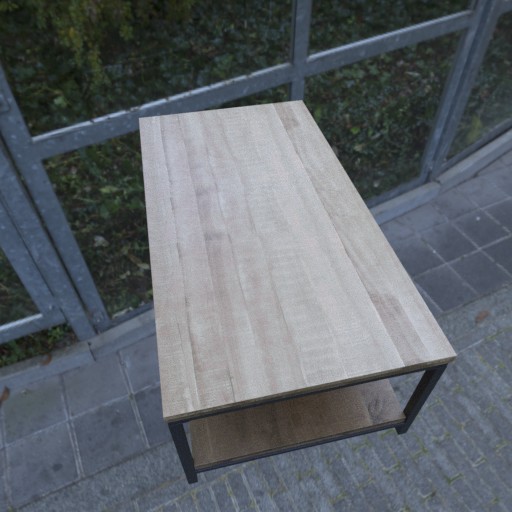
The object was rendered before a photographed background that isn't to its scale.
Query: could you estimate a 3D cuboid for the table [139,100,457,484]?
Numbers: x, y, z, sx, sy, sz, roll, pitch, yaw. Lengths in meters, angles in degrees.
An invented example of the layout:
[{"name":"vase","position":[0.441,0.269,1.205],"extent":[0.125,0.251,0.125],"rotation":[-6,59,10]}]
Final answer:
[{"name":"table","position":[0.000,0.000,1.327],"extent":[0.574,0.393,1.062],"rotation":[-9,47,-9]}]
